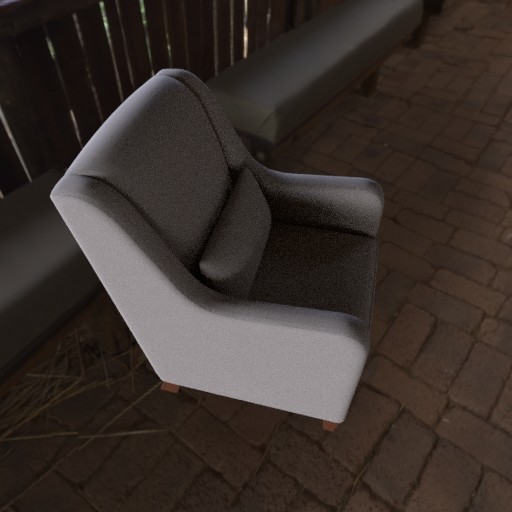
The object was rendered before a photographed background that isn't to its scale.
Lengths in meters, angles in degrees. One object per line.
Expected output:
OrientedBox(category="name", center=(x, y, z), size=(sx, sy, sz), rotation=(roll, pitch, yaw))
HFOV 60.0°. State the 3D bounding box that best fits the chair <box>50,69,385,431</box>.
OrientedBox(category="chair", center=(0.000, 0.000, 1.566), size=(0.863, 1.010, 0.715), rotation=(11, 48, 10))
